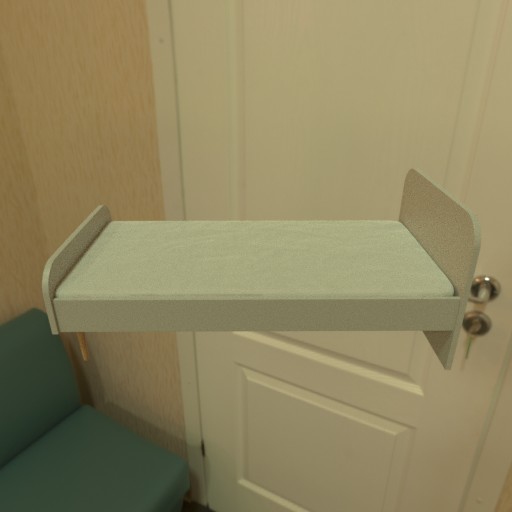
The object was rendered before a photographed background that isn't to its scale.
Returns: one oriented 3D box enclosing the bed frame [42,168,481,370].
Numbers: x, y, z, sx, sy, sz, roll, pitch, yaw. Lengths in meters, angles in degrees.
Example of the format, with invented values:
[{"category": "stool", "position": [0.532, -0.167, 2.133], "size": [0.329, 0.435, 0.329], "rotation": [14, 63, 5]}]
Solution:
[{"category": "bed frame", "position": [0.000, 0.000, 2.507], "size": [1.963, 0.805, 0.998], "rotation": [0, 26, 0]}]
